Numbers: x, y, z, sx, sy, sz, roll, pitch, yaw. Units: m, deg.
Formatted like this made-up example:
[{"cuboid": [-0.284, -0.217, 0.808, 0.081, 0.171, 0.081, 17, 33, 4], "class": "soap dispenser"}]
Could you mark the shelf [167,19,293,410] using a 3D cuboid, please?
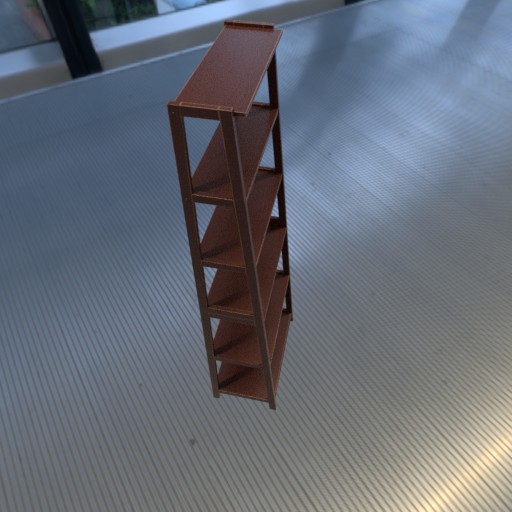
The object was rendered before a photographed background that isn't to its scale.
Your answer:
[{"cuboid": [0.000, 0.000, 2.149, 0.381, 1.892, 0.660, 9, 48, 8], "class": "shelf"}]
